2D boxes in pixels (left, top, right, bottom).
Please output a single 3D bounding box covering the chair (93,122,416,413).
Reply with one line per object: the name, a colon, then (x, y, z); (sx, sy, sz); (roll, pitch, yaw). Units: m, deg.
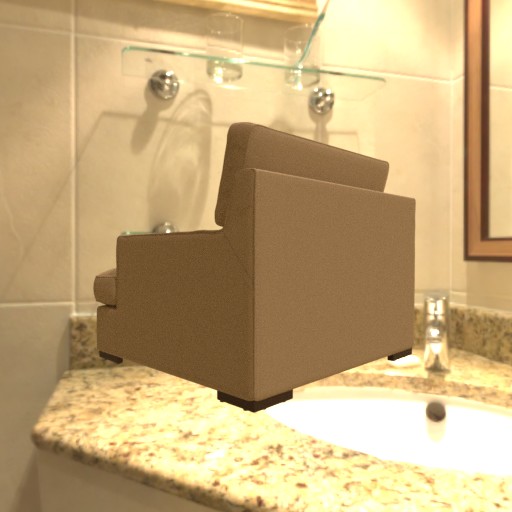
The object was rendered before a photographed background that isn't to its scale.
chair: (0.000, 0.000, 2.221); (1.274, 1.005, 1.293); (1, 1, 37)
